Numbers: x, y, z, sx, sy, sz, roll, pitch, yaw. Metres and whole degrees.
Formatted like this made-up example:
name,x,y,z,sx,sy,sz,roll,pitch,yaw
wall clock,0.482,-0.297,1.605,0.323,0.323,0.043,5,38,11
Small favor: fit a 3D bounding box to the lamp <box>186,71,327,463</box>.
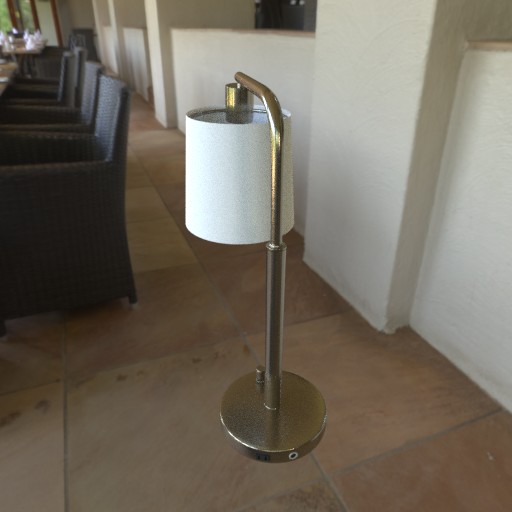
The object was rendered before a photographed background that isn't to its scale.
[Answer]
name,x,y,z,sx,sy,sz,roll,pitch,yaw
lamp,0.000,0.000,0.649,0.171,0.489,0.333,-9,29,-16
